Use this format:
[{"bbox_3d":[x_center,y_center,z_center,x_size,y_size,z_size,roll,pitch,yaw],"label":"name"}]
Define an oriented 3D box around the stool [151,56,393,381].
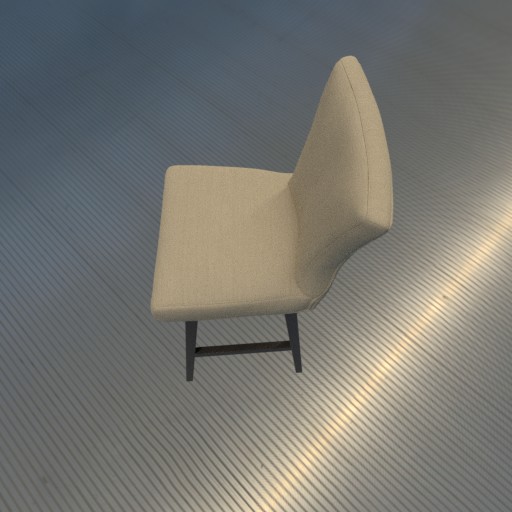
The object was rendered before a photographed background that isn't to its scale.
[{"bbox_3d":[0.000,0.000,1.414,0.574,1.086,0.514,-1,60,0],"label":"stool"}]
